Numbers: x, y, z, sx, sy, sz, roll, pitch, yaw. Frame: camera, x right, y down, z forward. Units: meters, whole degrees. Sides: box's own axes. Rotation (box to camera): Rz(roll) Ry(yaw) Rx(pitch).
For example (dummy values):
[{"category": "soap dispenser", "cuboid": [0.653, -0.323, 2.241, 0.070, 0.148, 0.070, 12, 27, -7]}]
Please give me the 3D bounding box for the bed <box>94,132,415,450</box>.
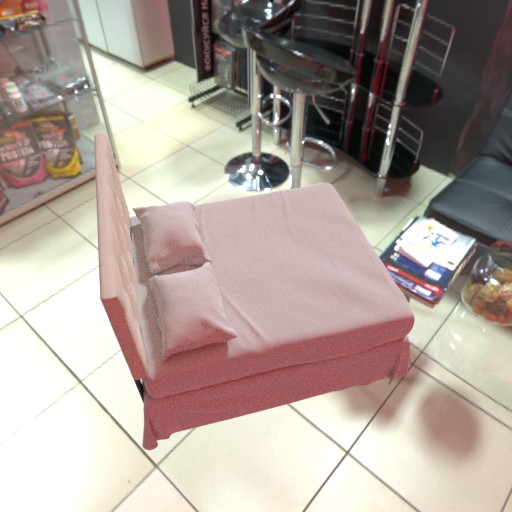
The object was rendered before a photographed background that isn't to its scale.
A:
[{"category": "bed", "cuboid": [0.000, 0.000, 3.495, 2.222, 1.577, 1.936, -11, 47, -10]}]
